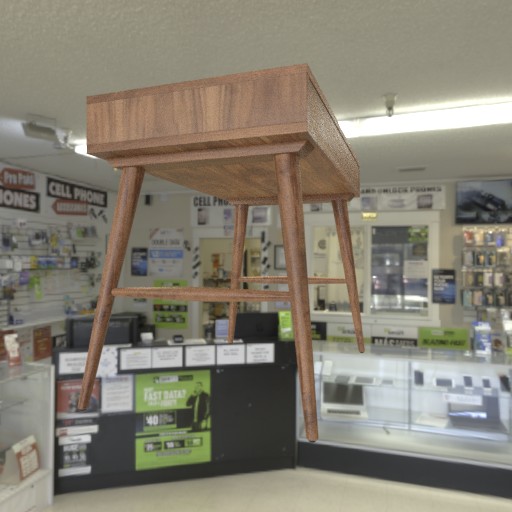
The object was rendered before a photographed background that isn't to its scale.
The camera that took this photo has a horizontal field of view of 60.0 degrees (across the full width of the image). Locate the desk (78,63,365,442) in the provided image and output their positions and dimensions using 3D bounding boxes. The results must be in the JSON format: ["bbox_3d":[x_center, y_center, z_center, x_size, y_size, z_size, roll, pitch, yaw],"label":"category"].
[{"bbox_3d":[0.000,0.000,1.420,0.588,0.758,0.949,0,-1,19],"label":"desk"}]
